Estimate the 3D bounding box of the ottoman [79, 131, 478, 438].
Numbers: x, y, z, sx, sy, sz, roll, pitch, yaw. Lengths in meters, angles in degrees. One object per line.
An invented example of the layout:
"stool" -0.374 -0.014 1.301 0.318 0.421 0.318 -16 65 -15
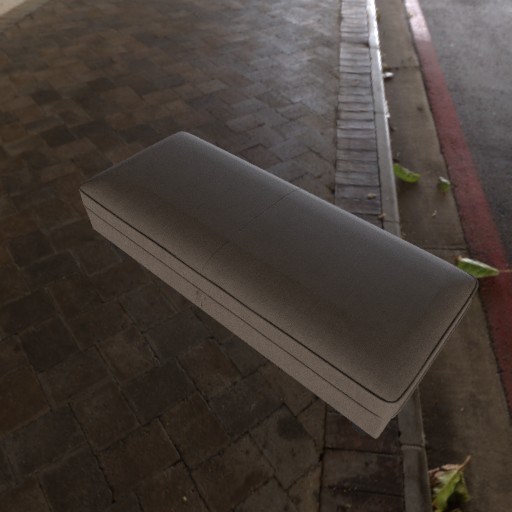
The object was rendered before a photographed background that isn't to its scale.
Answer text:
"ottoman" 0.000 0.000 2.080 1.764 0.470 0.751 32 54 27
